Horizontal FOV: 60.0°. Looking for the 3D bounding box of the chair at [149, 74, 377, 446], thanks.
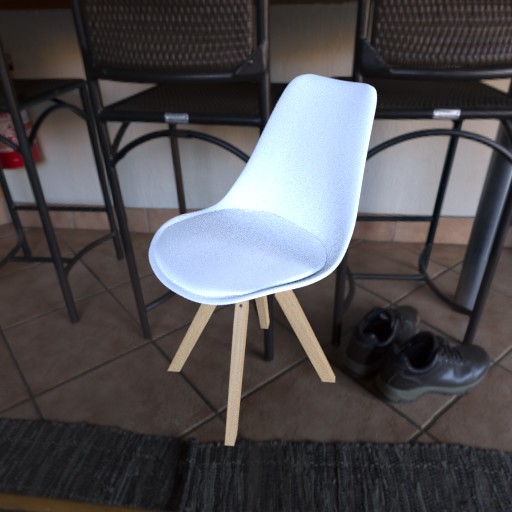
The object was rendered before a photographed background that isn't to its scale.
[{"bbox_3d":[0.000,0.000,1.193,0.550,0.849,0.485,-21,36,-31],"label":"chair"}]
